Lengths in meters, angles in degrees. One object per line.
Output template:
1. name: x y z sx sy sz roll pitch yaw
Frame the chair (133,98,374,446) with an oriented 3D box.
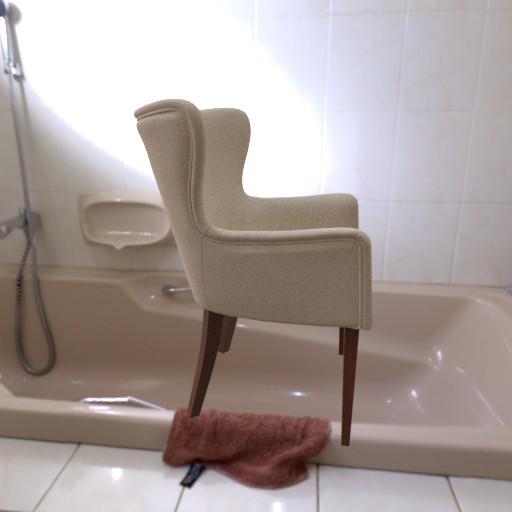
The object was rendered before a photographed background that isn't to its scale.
1. chair: 0.000 0.000 1.517 0.744 0.990 0.696 3 17 9
